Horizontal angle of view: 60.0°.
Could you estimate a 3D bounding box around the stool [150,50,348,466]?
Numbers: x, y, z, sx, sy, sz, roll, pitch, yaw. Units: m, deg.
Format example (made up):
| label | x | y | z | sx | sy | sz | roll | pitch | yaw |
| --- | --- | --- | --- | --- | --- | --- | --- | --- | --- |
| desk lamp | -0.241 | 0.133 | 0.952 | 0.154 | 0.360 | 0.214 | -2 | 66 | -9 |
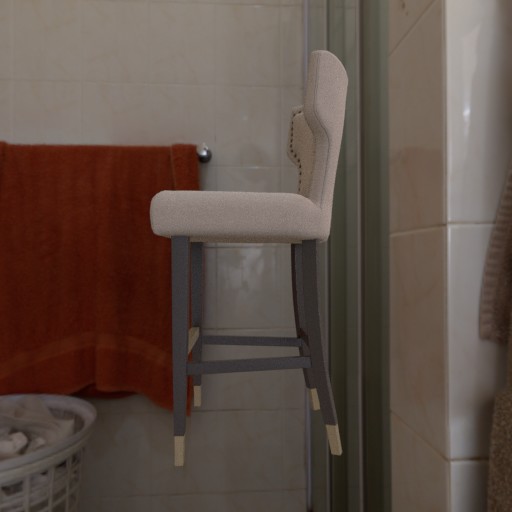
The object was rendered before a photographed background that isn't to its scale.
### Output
| label | x | y | z | sx | sy | sz | roll | pitch | yaw |
| --- | --- | --- | --- | --- | --- | --- | --- | --- | --- |
| stool | 0.000 | 0.000 | 1.396 | 0.563 | 1.092 | 0.526 | 0 | 0 | -2 |
